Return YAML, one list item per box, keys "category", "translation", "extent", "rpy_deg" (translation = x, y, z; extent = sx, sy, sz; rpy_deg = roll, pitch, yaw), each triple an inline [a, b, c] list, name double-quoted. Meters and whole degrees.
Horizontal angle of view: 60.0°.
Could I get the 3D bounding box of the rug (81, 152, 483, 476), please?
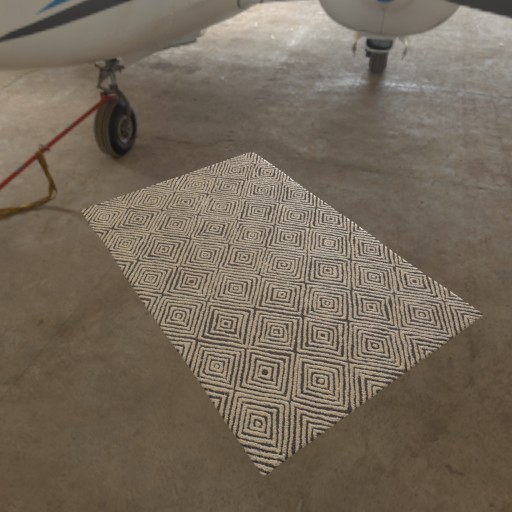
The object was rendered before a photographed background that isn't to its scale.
- category: "rug"
  translation: [0.000, 0.000, 2.192]
  extent: [1.177, 0.004, 1.750]
  rpy_deg: [-25, 48, -25]
